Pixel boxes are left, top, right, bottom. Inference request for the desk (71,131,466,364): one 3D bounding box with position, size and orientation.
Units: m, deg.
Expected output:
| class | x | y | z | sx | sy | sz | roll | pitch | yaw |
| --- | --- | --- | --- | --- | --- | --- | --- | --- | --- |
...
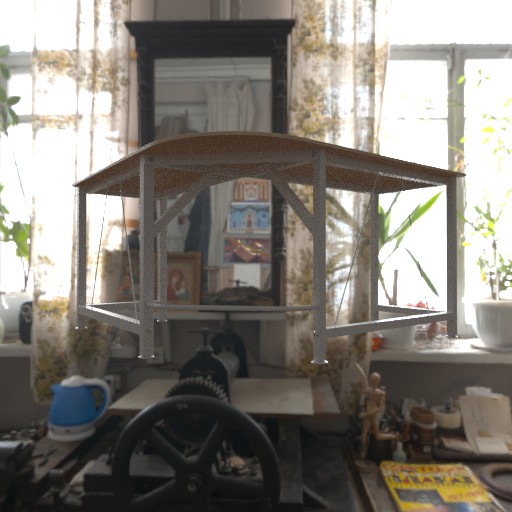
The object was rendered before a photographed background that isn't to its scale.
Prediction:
| class | x | y | z | sx | sy | sz | roll | pitch | yaw |
| --- | --- | --- | --- | --- | --- | --- | --- | --- | --- |
| desk | 0.000 | 0.000 | 2.203 | 1.400 | 0.762 | 1.400 | 0 | -1 | -37 |
